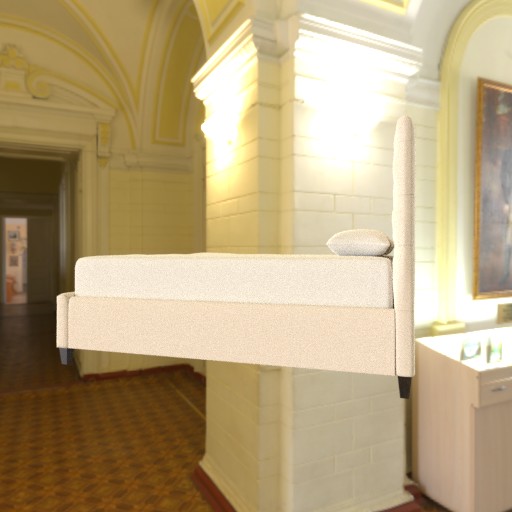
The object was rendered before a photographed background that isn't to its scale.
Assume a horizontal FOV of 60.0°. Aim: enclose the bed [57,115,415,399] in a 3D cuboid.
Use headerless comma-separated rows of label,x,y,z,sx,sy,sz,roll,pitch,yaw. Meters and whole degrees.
bed,0.000,0.000,3.351,2.233,1.426,1.696,0,0,19
